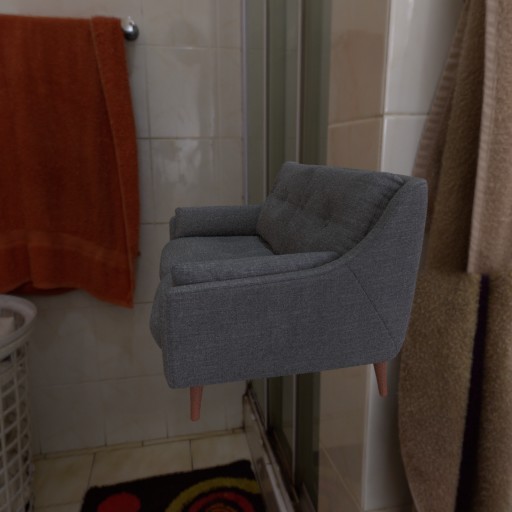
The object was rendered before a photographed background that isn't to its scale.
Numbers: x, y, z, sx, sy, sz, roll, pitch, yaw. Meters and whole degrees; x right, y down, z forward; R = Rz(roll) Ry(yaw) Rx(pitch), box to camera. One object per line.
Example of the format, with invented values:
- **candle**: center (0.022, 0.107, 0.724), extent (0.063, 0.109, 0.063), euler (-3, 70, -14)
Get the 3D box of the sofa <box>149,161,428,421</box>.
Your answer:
- **sofa**: center (0.000, 0.000, 2.208), extent (0.976, 0.887, 1.646), euler (-2, 14, -9)
